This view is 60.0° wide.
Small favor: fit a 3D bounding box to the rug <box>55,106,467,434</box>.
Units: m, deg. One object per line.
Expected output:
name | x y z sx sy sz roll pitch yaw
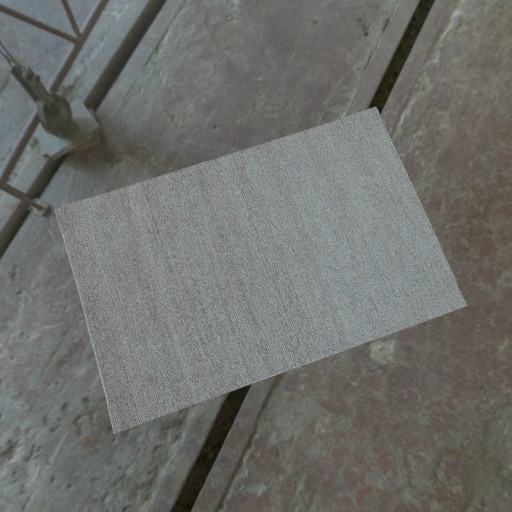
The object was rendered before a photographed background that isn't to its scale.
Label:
rug | 0.000 0.000 2.216 1.792 0.021 1.154 -19 77 -4
